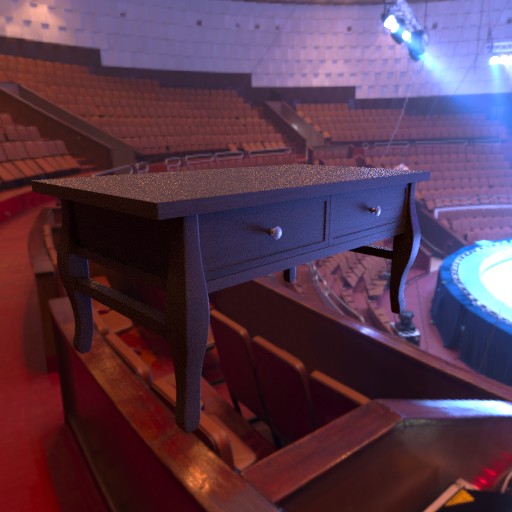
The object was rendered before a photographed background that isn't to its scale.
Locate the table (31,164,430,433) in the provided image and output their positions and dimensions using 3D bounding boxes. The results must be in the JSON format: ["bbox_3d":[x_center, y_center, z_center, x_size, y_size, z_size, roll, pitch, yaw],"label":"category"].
[{"bbox_3d":[0.000,0.000,1.372,0.600,0.494,1.062,14,21,43],"label":"table"}]
